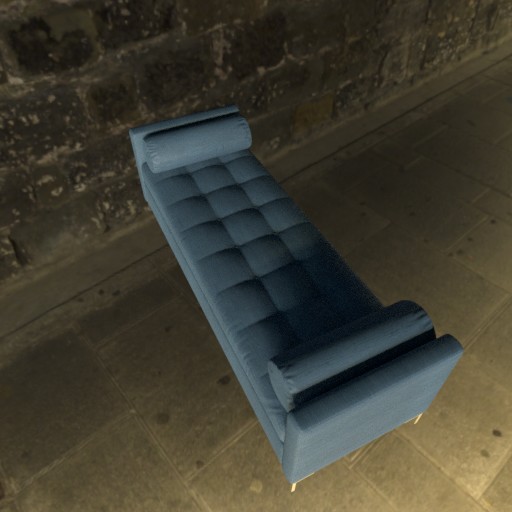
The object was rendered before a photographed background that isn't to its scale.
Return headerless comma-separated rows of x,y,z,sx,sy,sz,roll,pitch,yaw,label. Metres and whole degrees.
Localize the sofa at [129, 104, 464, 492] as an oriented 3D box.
0.000,0.000,2.284,0.686,0.635,1.981,-20,50,-18,sofa
